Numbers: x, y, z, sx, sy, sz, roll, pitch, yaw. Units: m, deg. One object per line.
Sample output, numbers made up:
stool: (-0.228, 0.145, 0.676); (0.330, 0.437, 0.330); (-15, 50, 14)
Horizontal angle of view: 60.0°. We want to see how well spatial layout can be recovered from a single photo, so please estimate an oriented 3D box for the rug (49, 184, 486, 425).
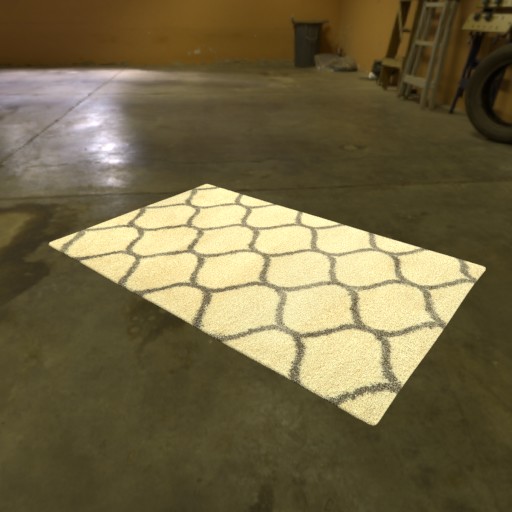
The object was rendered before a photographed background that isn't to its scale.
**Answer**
rug: (0.000, 0.000, 2.801); (2.348, 0.024, 1.501); (21, 35, 34)
